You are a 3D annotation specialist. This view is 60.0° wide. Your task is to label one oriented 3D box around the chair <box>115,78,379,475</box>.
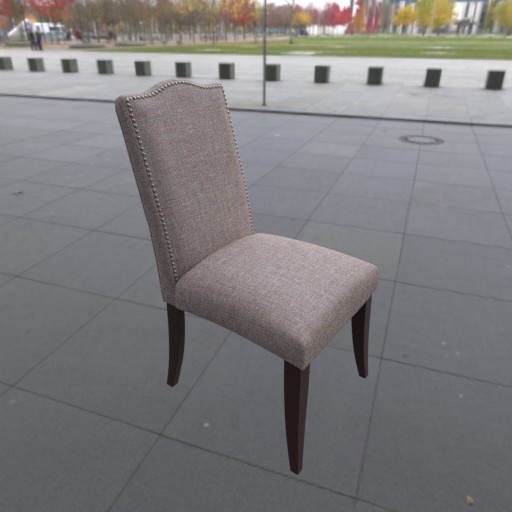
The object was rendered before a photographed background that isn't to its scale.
[{"bbox_3d":[0.000,0.000,1.404,0.660,1.016,0.513,18,32,31],"label":"chair"}]
